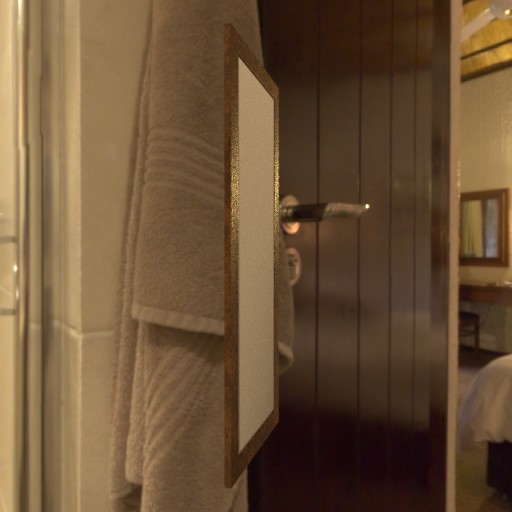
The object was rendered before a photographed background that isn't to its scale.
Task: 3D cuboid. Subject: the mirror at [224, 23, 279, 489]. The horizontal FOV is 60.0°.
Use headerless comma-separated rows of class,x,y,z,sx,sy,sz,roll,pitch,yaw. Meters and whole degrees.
mirror,0.000,0.000,2.323,0.032,2.031,0.812,0,0,18
